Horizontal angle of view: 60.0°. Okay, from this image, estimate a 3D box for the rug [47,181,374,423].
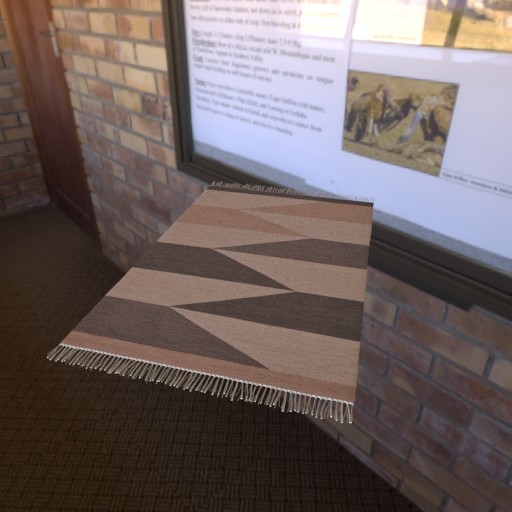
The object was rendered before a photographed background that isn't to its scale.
[{"bbox_3d":[0.000,0.000,2.486,1.224,0.027,2.021,8,32,13],"label":"rug"}]
